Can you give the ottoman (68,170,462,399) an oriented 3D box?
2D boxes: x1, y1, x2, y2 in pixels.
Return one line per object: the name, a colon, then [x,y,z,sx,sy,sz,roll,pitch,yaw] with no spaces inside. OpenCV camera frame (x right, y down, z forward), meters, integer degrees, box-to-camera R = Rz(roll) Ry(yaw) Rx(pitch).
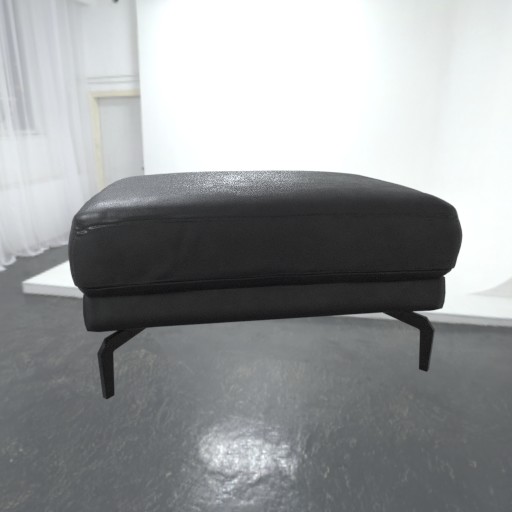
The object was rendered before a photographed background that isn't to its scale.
ottoman: [0.000,0.000,1.096,0.764,0.402,0.570,-2,16,-9]
